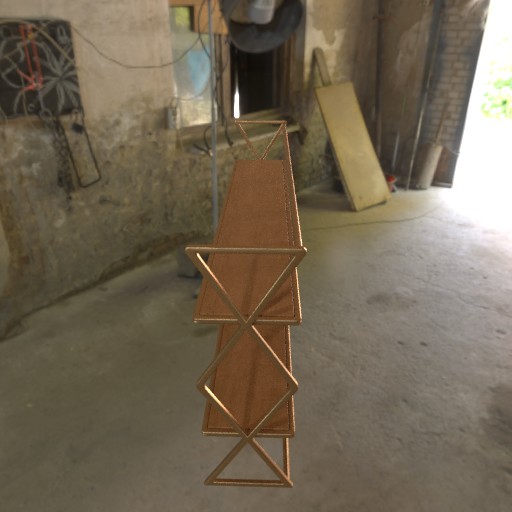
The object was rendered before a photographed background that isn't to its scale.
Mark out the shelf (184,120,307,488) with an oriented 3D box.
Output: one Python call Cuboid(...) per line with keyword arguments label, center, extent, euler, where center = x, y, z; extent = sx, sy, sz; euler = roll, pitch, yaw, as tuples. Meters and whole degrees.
Cuboid(label="shelf", center=(0.000, 0.000, 1.008), extent=(0.150, 0.450, 0.822), euler=(1, 27, 2))
